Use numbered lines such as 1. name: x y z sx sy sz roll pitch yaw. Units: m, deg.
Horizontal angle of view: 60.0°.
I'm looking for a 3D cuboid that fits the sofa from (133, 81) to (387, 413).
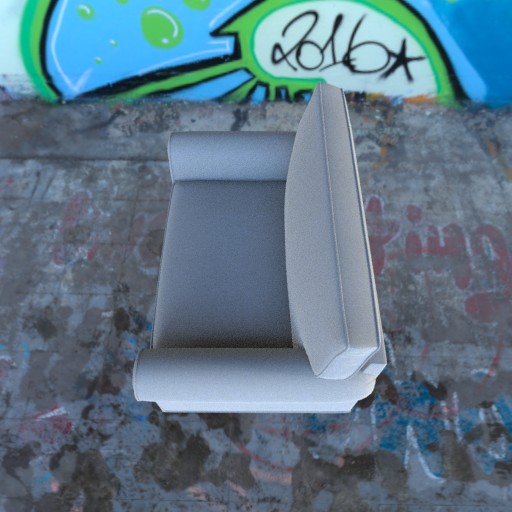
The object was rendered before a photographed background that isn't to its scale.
1. sofa: 0.000 0.000 2.115 0.937 1.006 1.405 0 58 0
